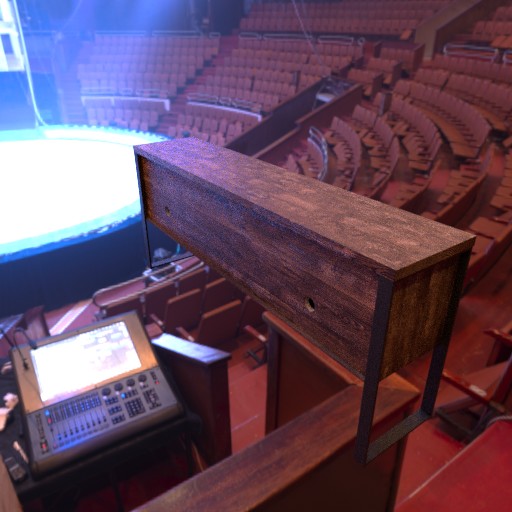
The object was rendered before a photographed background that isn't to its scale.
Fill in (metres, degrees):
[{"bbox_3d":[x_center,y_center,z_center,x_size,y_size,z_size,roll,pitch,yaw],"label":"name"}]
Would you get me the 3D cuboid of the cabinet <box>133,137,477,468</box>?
[{"bbox_3d":[0.000,0.000,2.083,0.395,0.762,1.800,-18,32,-32],"label":"cabinet"}]
